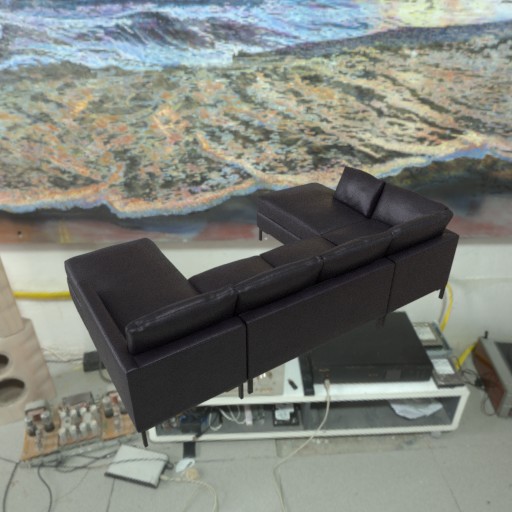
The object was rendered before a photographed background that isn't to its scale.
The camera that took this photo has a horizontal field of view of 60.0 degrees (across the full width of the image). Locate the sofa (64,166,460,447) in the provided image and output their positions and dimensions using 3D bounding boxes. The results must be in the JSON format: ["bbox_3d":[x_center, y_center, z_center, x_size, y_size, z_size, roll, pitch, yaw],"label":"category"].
[{"bbox_3d":[0.000,0.000,3.868,2.956,0.900,1.939,-18,35,-28],"label":"sofa"}]
